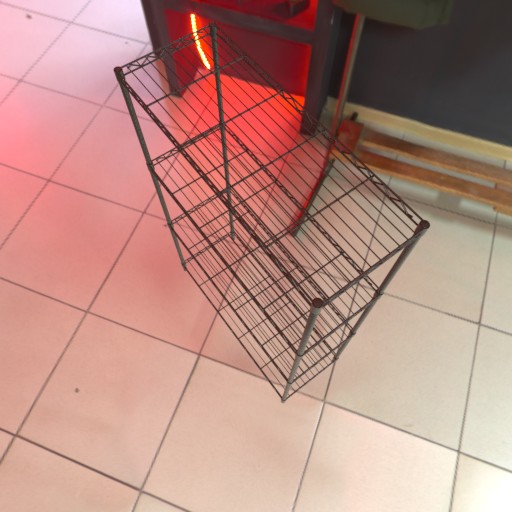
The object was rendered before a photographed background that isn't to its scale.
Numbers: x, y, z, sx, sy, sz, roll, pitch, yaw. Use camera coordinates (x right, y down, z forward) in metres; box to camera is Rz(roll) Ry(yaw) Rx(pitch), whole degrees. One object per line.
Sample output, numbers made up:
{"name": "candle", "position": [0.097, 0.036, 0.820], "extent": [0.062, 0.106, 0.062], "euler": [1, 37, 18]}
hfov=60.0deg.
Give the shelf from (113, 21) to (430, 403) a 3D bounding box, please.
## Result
{"name": "shelf", "position": [0.000, 0.000, 1.757], "extent": [0.352, 1.361, 0.907], "euler": [-34, 68, -15]}
